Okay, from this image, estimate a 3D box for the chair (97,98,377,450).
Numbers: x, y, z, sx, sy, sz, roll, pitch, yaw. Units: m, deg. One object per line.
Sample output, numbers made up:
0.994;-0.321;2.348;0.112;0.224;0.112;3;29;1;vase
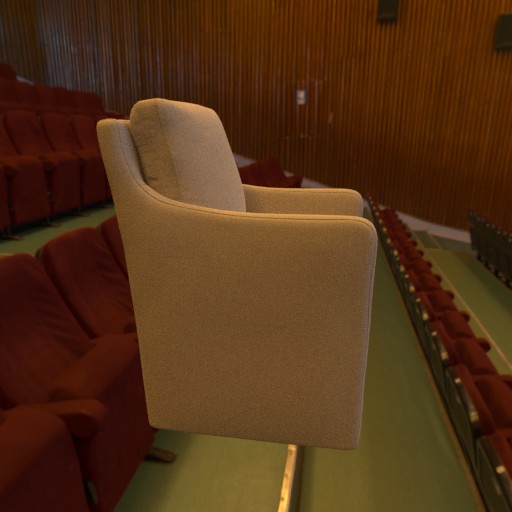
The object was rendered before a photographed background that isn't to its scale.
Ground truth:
0.000;0.000;1.391;0.694;0.914;0.626;3;16;9;chair
